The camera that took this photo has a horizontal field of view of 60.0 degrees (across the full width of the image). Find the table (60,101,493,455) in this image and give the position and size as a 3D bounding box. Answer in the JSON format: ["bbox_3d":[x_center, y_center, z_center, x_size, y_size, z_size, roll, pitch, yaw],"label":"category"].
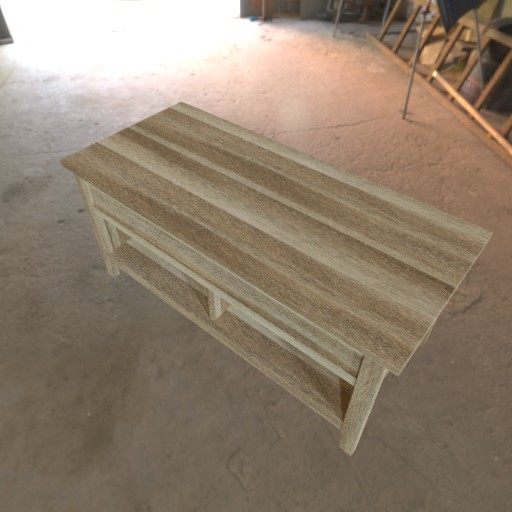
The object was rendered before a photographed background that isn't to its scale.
[{"bbox_3d":[0.000,0.000,1.363,1.095,0.480,0.493,30,52,27],"label":"table"}]
